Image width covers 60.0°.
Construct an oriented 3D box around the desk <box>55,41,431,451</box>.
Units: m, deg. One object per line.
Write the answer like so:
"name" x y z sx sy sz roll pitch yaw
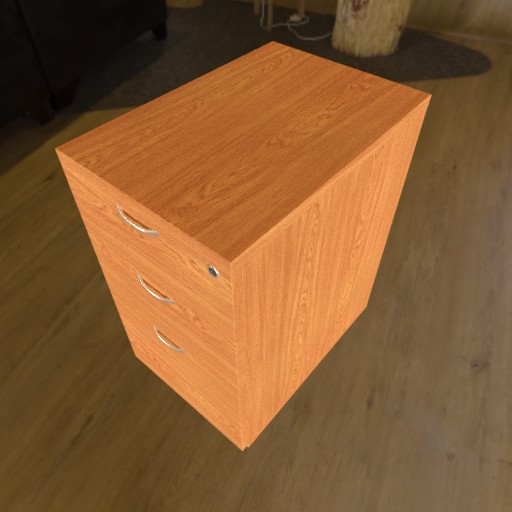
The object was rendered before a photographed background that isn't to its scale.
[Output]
"desk" 0.000 0.000 1.079 0.404 0.730 0.600 32 55 26
